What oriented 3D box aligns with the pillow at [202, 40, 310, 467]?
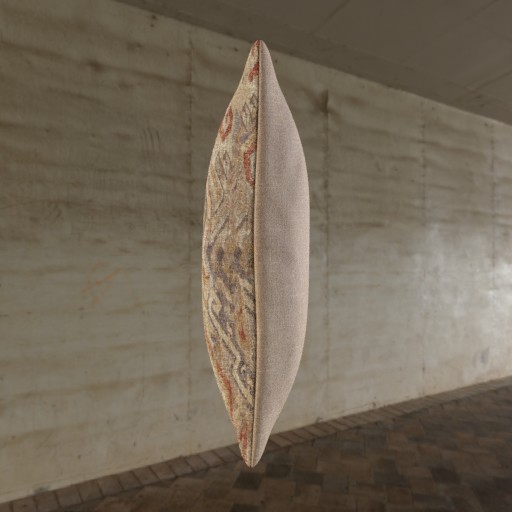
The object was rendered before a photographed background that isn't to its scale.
[{"bbox_3d":[0.000,0.000,0.780,0.166,0.506,0.523,0,-1,0],"label":"pillow"}]
